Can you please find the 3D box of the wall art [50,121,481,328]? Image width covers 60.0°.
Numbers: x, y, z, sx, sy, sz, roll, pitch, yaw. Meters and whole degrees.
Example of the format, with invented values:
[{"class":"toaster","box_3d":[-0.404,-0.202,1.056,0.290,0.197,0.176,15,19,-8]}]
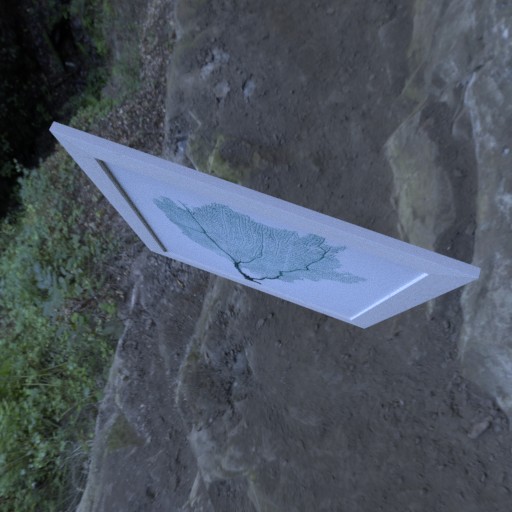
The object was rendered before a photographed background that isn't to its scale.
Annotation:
[{"class":"wall art","box_3d":[0.000,0.000,0.833,0.572,0.577,0.015,20,76,5]}]
